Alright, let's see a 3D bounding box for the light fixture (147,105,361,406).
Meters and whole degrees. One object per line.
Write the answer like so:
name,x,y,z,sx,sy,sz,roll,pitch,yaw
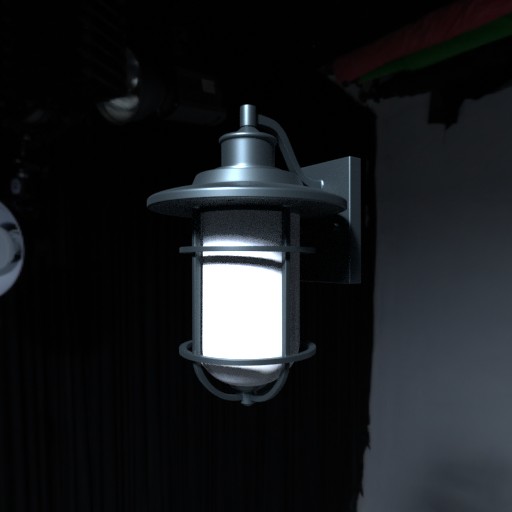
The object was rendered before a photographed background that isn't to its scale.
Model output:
light fixture,0.000,0.000,0.520,0.252,0.345,0.222,0,-1,-37
